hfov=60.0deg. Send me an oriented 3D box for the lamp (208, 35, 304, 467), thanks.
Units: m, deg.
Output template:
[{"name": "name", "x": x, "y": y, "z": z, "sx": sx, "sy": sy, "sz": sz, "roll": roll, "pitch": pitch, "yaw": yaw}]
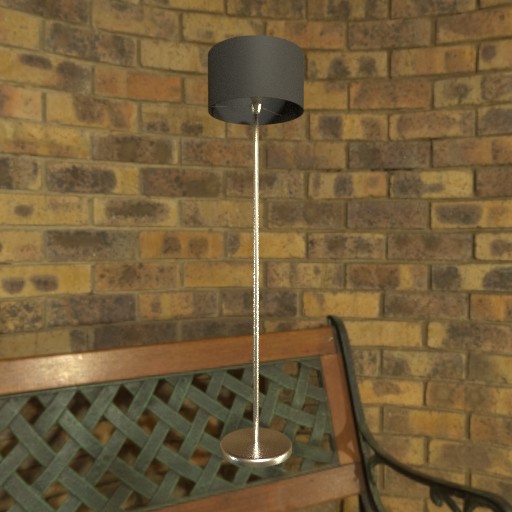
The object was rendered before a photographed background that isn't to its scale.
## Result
[{"name": "lamp", "x": 0.000, "y": 0.000, "z": 1.632, "sx": 0.348, "sy": 1.443, "sz": 0.348, "roll": 1, "pitch": 2, "yaw": 37}]
